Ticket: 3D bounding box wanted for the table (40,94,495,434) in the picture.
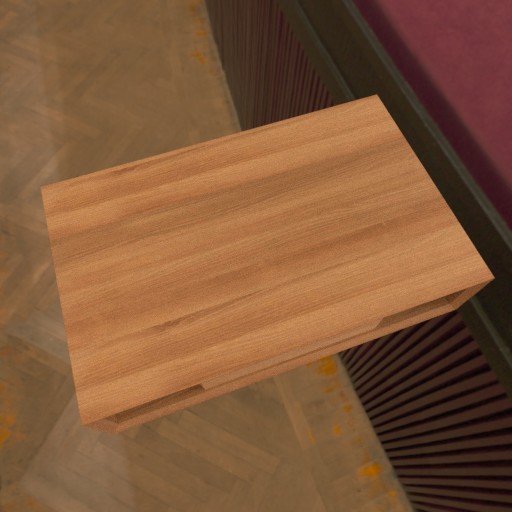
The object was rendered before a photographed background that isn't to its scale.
[{"bbox_3d":[0.000,0.000,1.391,1.100,0.330,0.700,-18,65,-8],"label":"table"}]
